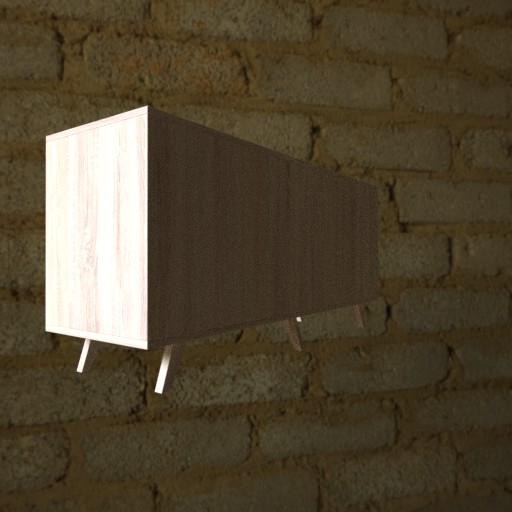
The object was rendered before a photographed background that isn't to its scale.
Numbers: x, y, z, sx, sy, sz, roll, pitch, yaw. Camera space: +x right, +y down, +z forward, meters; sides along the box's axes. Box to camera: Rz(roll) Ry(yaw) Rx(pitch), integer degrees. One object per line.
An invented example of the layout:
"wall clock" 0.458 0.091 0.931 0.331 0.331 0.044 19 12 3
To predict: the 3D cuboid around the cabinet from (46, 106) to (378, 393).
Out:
"cabinet" 0.000 0.000 1.968 0.500 0.780 1.650 0 0 36
